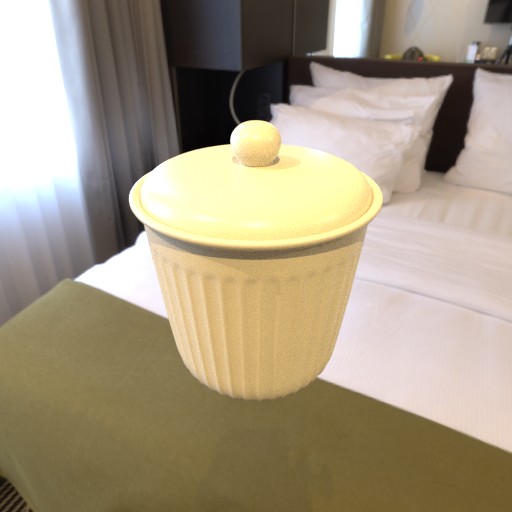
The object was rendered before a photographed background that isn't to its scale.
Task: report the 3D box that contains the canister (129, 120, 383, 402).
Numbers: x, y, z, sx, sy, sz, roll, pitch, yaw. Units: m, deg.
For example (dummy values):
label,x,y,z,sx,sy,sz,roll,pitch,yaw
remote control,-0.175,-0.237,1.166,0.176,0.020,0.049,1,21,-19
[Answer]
label,x,y,z,sx,sy,sz,roll,pitch,yaw
canister,0.000,0.000,0.354,0.181,0.211,0.181,0,30,0
